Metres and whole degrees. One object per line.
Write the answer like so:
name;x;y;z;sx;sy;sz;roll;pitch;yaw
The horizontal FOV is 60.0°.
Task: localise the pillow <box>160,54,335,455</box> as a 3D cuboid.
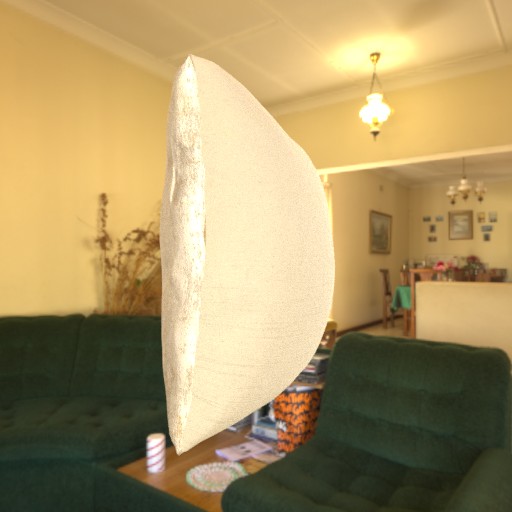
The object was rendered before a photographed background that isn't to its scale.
pillow;0.000;0.000;0.696;0.245;0.448;0.450;0;-1;19
